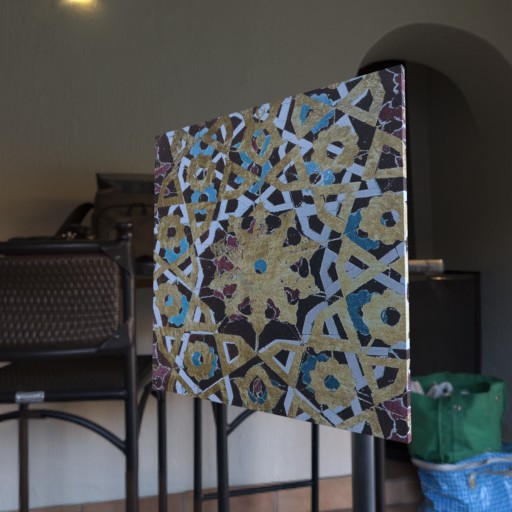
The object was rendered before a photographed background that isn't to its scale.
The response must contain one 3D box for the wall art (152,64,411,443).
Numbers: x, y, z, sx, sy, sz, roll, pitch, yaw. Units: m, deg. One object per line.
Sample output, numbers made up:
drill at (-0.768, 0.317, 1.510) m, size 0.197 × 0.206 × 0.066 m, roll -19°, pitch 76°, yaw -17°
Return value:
wall art at (0.000, 0.000, 0.598) m, size 0.404 × 0.406 × 0.010 m, roll -2°, pitch -4°, yaw 37°
